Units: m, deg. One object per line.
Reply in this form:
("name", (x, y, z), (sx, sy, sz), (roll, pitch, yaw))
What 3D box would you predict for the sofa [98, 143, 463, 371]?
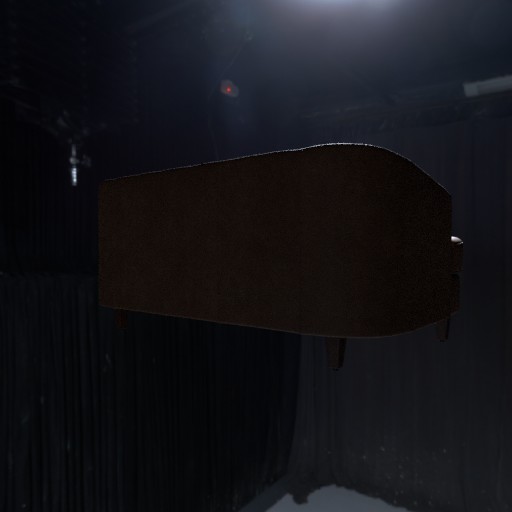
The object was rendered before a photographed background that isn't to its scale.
("sofa", (0.000, 0.000, 2.235), (1.755, 0.786, 0.914), (1, 1, 38))
